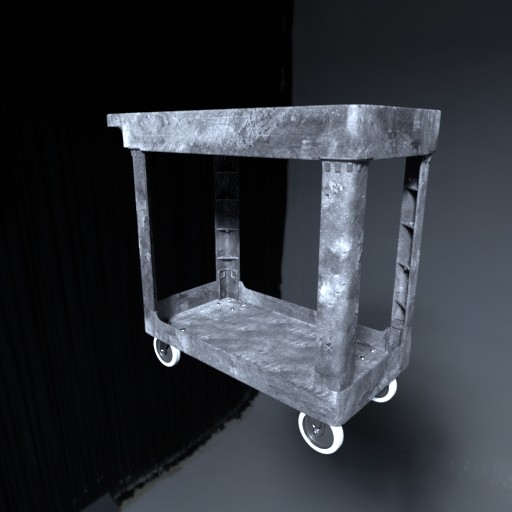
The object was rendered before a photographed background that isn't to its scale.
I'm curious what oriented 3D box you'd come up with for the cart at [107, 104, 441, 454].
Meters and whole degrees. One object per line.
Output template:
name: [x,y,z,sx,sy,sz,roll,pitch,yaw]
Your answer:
cart: [0.000,0.000,1.339,0.877,0.824,0.420,14,21,40]
